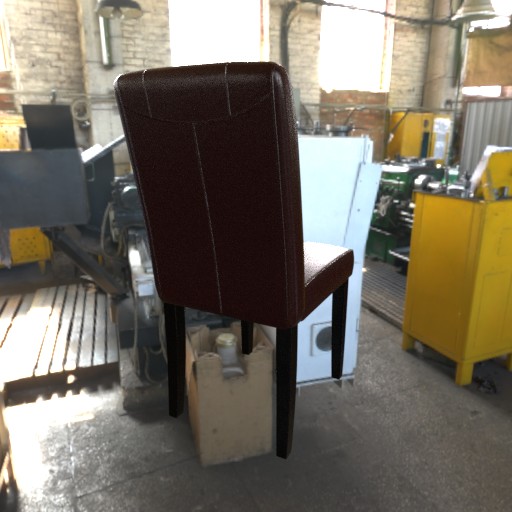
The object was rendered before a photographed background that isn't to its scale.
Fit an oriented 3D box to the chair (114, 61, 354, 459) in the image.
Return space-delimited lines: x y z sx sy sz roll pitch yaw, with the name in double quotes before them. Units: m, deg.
"chair" 0.000 0.000 1.194 0.399 0.897 0.556 9 18 27
